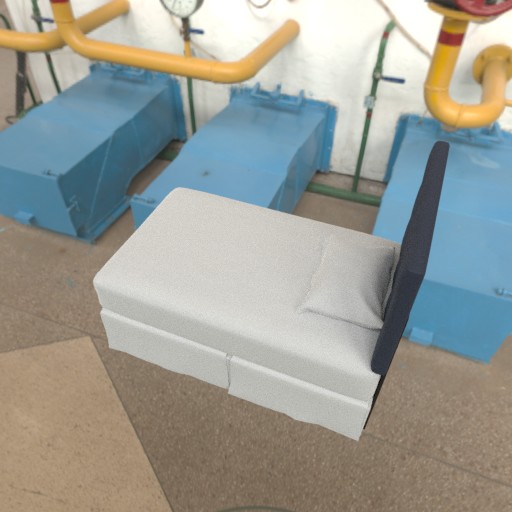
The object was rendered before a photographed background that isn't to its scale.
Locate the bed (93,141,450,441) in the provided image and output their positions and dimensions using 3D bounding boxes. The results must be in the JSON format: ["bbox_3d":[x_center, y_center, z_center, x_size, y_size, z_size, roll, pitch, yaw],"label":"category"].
[{"bbox_3d":[0.000,0.000,3.004,1.997,1.571,1.261,16,47,16],"label":"bed"}]
